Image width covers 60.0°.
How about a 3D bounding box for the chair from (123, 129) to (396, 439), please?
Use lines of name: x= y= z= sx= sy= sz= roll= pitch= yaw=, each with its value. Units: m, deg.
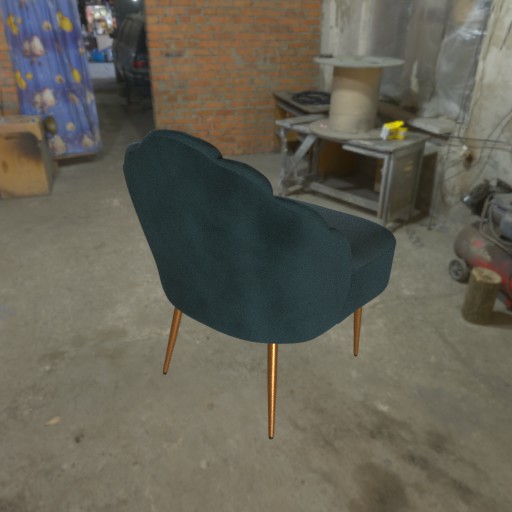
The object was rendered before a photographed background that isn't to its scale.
chair: x=0.000 y=0.000 z=1.282 sx=0.657 sy=0.819 sz=0.599 roll=19 pitch=34 yaw=32
